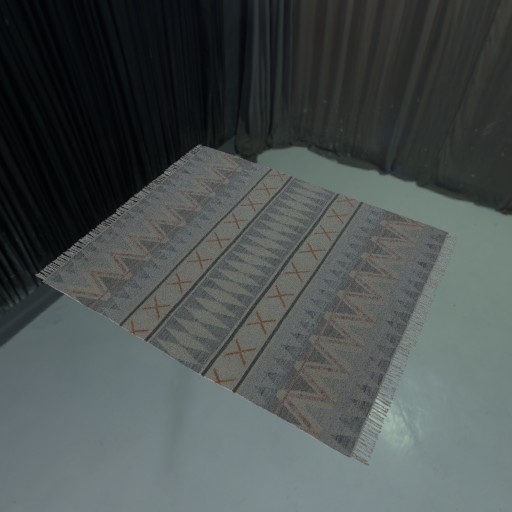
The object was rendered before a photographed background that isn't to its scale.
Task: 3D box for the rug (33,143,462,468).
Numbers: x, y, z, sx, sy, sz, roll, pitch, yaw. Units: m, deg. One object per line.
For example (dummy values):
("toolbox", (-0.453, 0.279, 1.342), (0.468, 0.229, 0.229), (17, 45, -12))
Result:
("rug", (0.000, 0.000, 3.907), (3.000, 0.012, 2.371), (24, 51, 21))
